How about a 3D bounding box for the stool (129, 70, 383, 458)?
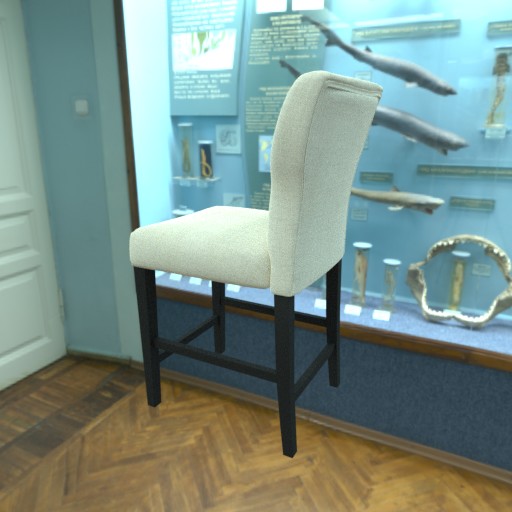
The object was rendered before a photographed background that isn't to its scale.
[{"bbox_3d":[0.000,0.000,1.328,0.603,0.972,0.514,9,19,27],"label":"stool"}]
